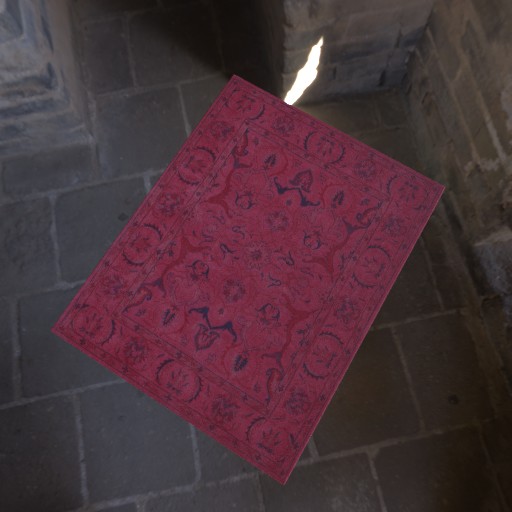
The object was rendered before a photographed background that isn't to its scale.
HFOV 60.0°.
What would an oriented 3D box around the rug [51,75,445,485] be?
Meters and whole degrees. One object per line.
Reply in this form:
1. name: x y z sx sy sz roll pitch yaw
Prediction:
1. rug: 0.000 0.000 3.917 2.300 0.012 2.929 31 78 7
